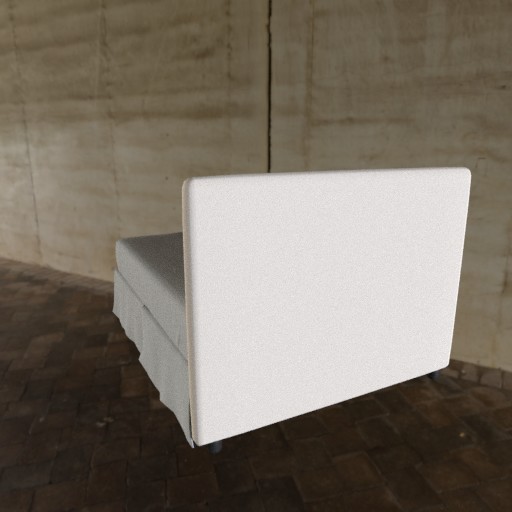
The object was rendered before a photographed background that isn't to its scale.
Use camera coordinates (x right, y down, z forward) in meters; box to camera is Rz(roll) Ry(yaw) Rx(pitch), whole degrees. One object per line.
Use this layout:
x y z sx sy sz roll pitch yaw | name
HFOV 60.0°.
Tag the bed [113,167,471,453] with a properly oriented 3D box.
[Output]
0.000 0.000 3.193 1.748 1.330 2.142 -7 16 -26 | bed
